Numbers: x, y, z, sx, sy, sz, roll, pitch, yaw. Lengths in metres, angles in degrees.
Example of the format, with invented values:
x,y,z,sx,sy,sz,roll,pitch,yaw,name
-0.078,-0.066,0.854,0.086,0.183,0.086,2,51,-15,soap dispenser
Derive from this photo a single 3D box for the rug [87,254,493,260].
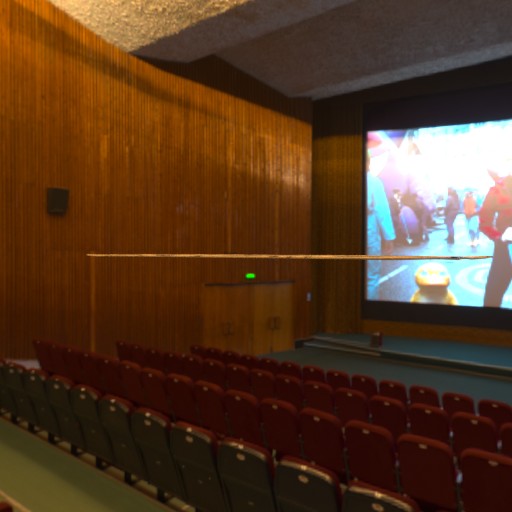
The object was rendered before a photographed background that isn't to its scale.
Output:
x,y,z,sx,sy,sz,roll,pitch,yaw,name
0.000,0.000,2.512,2.301,0.017,0.692,0,1,37,rug
